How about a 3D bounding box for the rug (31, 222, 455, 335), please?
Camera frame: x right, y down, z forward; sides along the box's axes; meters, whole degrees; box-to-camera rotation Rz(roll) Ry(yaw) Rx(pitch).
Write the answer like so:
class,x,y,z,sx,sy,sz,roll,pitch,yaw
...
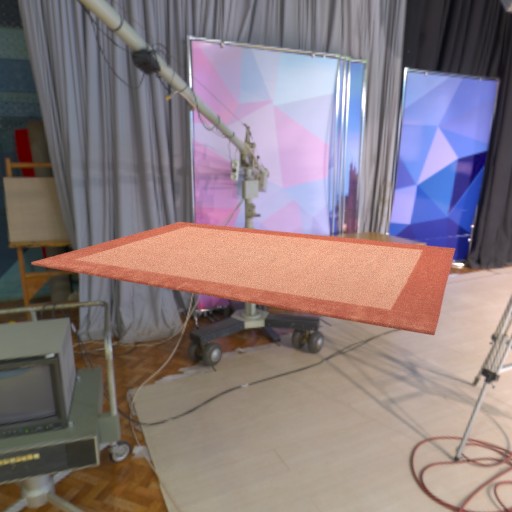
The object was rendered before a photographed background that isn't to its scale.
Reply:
class,x,y,z,sx,sy,sz,roll,pitch,yaw
rug,0.000,0.000,2.285,1.829,0.014,1.219,7,16,25
